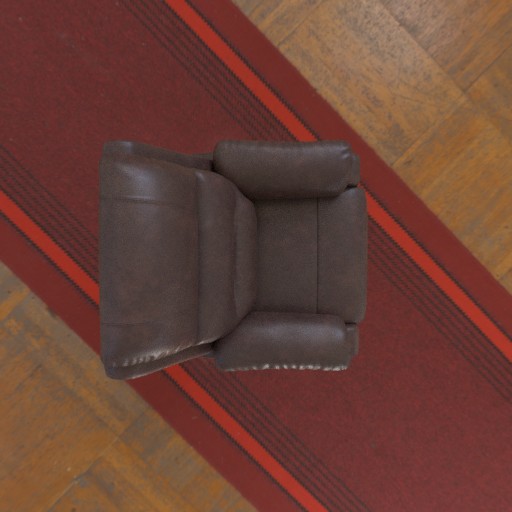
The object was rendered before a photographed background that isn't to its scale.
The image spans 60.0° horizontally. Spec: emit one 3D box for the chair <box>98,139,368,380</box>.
[{"bbox_3d":[0.000,0.000,1.661,0.919,0.992,0.855,0,92,-2],"label":"chair"}]
